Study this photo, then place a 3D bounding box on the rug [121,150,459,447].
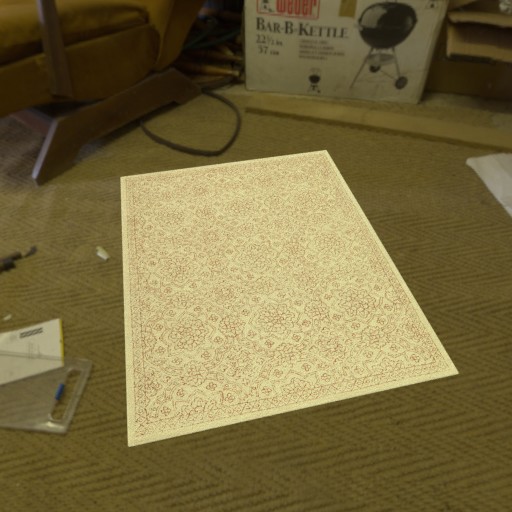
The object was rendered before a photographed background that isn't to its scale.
[{"bbox_3d":[0.000,0.000,4.162,2.441,0.015,3.050,-9,47,-9],"label":"rug"}]
